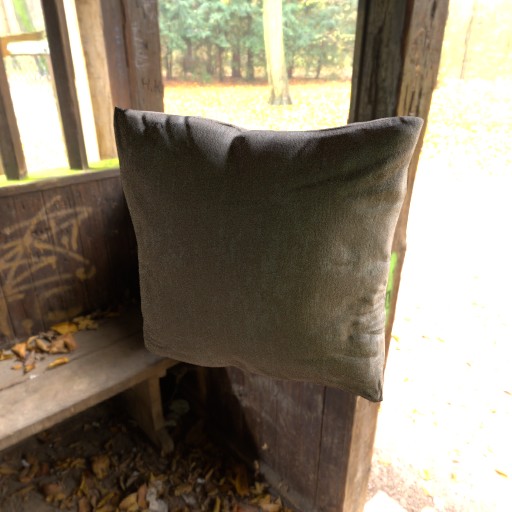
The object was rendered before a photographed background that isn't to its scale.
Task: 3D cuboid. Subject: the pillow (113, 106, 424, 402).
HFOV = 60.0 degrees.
[{"bbox_3d":[0.000,0.000,0.707,0.450,0.448,0.245,9,27,18],"label":"pillow"}]
